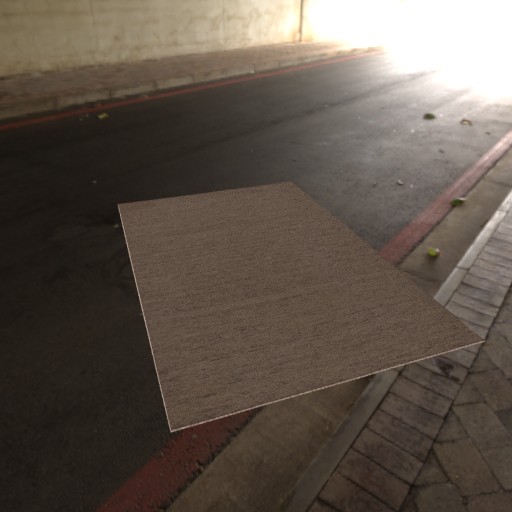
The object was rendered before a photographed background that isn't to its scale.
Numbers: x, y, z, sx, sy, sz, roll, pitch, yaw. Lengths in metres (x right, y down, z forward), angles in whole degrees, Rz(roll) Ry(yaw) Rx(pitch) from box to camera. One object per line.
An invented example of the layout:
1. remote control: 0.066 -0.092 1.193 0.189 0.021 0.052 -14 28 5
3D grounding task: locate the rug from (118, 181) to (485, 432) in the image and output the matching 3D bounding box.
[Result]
1. rug: 0.000 0.000 2.288 1.225 0.013 1.840 -10 32 -17
